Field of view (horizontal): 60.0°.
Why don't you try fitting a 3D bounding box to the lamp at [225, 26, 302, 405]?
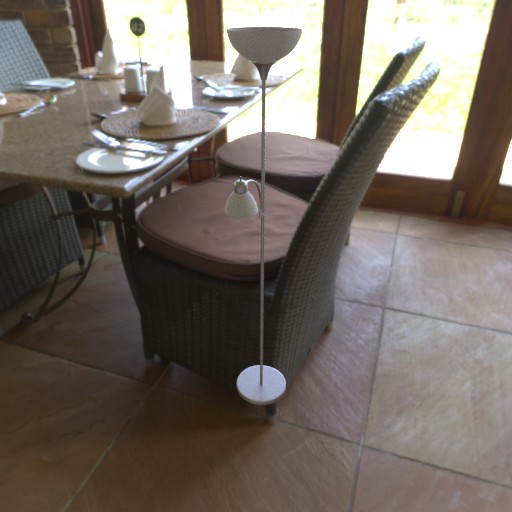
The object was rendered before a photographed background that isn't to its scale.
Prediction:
[{"bbox_3d":[0.000,0.000,1.987,0.279,1.804,0.425,12,33,19],"label":"lamp"}]
